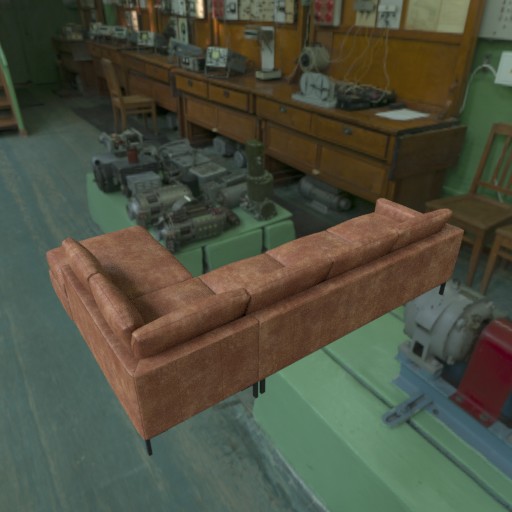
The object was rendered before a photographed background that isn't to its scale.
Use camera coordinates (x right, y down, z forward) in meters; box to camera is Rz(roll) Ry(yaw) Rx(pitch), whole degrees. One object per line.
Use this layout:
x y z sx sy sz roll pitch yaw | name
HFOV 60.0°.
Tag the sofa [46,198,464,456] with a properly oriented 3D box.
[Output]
0.000 0.000 3.797 2.984 0.877 1.938 -20 36 -30 | sofa
